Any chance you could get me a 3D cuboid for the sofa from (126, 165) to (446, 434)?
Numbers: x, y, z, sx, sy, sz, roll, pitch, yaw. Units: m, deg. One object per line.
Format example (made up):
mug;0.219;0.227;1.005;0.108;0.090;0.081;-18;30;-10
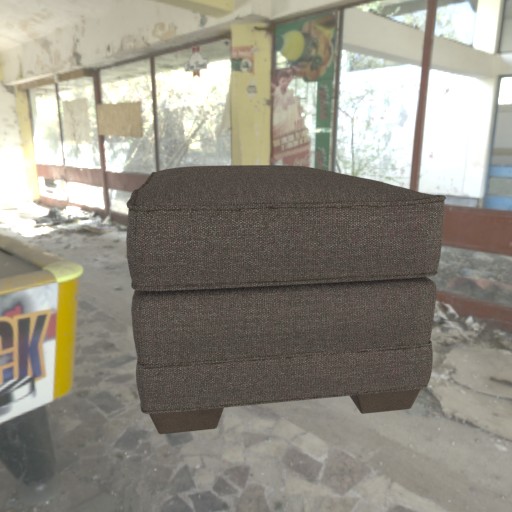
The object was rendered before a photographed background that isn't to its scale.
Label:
sofa;0.000;0.000;1.199;0.578;0.457;0.854;-2;15;-9
